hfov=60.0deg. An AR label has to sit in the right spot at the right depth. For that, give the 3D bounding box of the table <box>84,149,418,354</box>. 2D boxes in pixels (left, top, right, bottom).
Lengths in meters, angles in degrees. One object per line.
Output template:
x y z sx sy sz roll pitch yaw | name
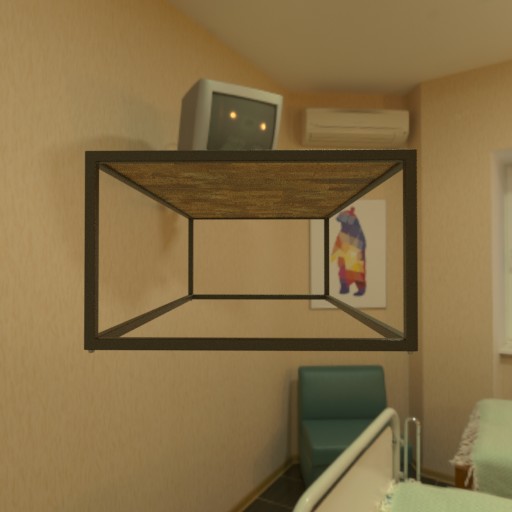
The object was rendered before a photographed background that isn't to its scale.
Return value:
0.000 0.000 1.460 0.649 0.398 1.199 0 -1 1 | table
